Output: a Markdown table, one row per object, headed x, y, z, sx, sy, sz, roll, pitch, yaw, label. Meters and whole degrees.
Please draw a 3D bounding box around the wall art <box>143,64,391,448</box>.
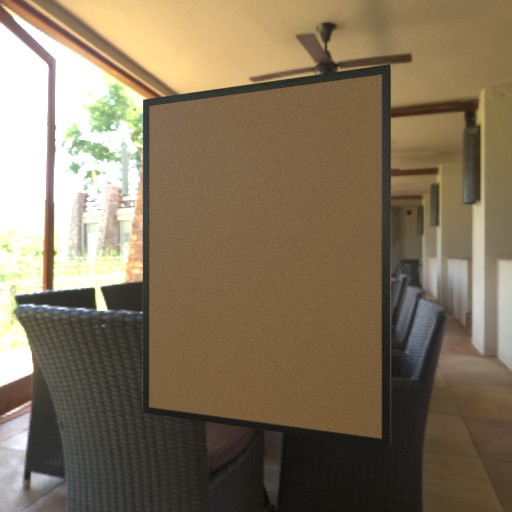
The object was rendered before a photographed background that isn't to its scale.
| x | y | z | sx | sy | sz | roll | pitch | yaw | label |
| --- | --- | --- | --- | --- | --- | --- | --- | --- | --- |
| 0.000 | 0.000 | 1.381 | 0.804 | 1.061 | 0.039 | 0 | 0 | 20 | wall art |
